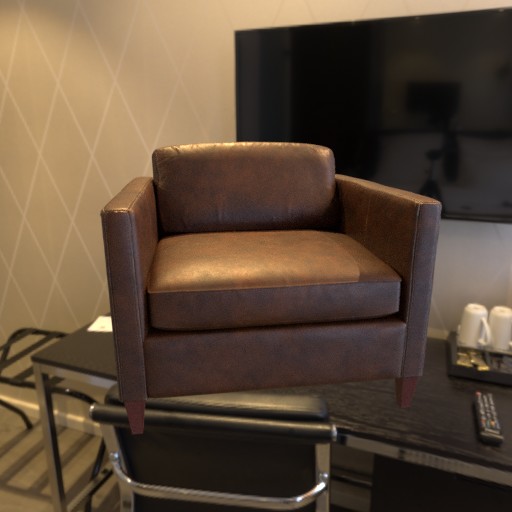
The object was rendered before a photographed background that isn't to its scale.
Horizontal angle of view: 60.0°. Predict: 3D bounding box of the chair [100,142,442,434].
[{"bbox_3d":[0.000,0.000,1.749,0.990,0.864,0.975,-2,15,-9],"label":"chair"}]
